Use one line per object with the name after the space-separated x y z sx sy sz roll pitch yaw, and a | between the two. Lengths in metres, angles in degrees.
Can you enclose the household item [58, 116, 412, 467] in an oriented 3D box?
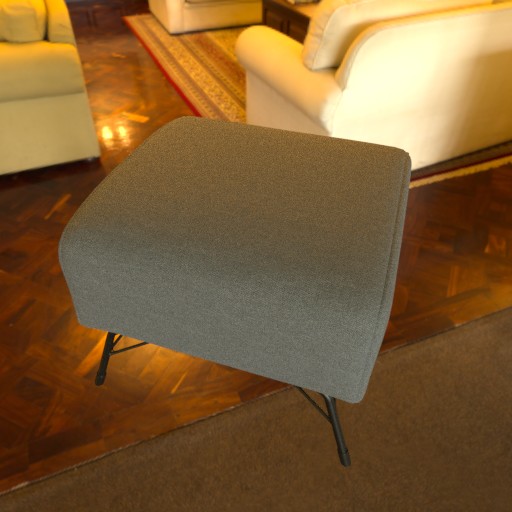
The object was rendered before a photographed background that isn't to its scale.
0.000 0.000 0.897 0.530 0.410 0.530 13 44 14 | household item
